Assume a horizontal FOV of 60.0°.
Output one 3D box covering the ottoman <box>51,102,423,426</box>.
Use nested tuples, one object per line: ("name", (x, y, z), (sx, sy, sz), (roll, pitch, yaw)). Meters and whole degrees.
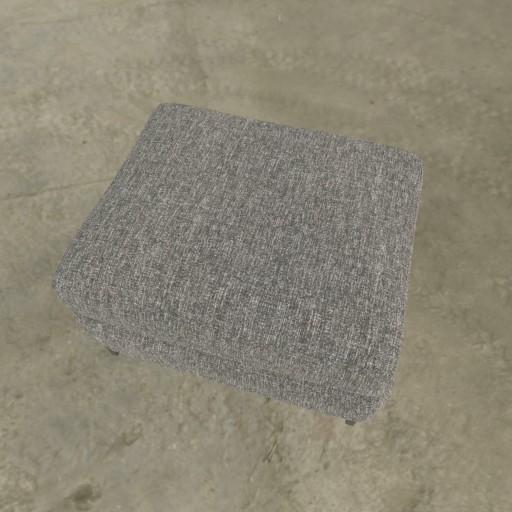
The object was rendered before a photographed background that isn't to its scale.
("ottoman", (0.000, 0.000, 1.223), (0.828, 0.480, 0.683), (14, 59, 9))
